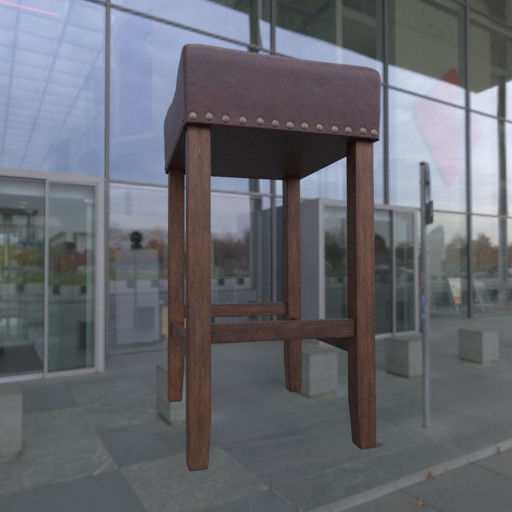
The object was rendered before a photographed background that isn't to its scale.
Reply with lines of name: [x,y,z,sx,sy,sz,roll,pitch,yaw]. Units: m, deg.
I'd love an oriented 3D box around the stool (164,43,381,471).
stool: [0.000,0.000,1.046,0.401,0.769,0.465,0,-1,-16]
